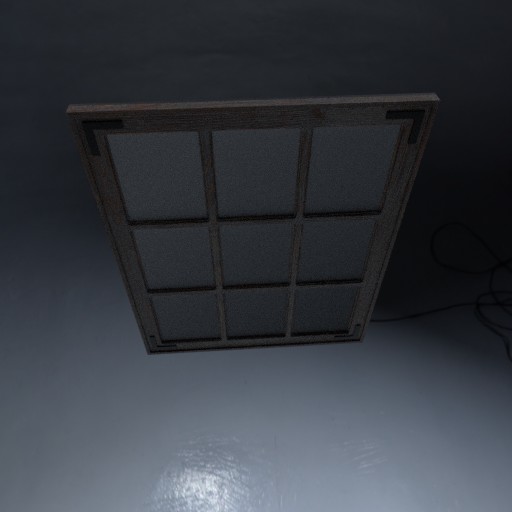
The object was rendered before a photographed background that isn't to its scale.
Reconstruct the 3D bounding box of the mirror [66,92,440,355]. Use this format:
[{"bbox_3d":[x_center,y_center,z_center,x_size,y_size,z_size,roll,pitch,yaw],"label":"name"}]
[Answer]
[{"bbox_3d":[0.000,0.000,1.194,0.730,0.882,0.032,-3,47,-3],"label":"mirror"}]
